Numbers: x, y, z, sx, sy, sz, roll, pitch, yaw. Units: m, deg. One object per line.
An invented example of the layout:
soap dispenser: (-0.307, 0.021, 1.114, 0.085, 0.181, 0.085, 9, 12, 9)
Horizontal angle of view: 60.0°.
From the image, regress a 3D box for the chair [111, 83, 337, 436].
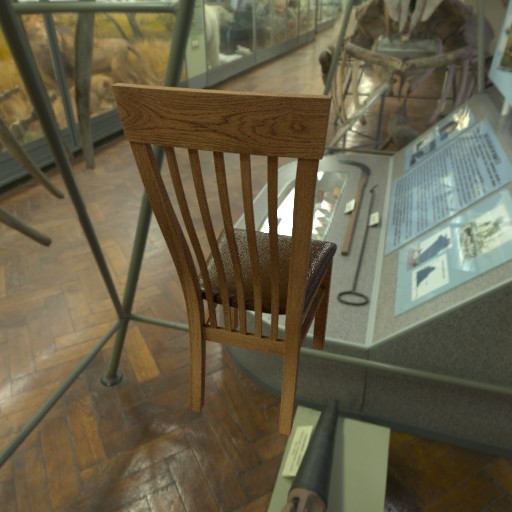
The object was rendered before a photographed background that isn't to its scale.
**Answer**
chair: (0.000, 0.000, 1.345, 0.450, 1.050, 0.580, 9, 32, 15)
